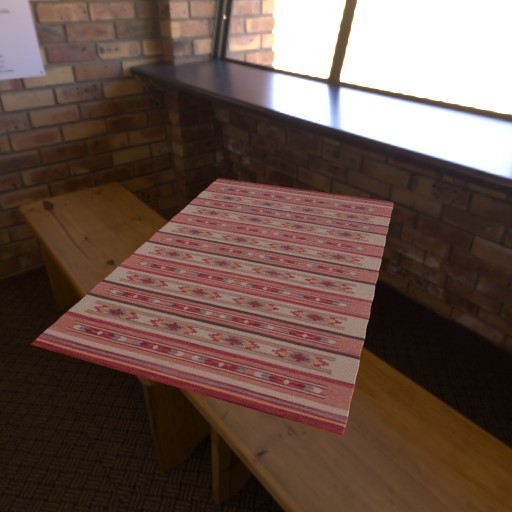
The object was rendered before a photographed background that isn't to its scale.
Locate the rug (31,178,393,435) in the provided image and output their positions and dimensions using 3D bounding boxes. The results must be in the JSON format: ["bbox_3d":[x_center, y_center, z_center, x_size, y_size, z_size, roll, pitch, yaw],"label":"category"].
[{"bbox_3d":[0.000,0.000,2.277,1.223,0.008,1.817,11,33,17],"label":"rug"}]
